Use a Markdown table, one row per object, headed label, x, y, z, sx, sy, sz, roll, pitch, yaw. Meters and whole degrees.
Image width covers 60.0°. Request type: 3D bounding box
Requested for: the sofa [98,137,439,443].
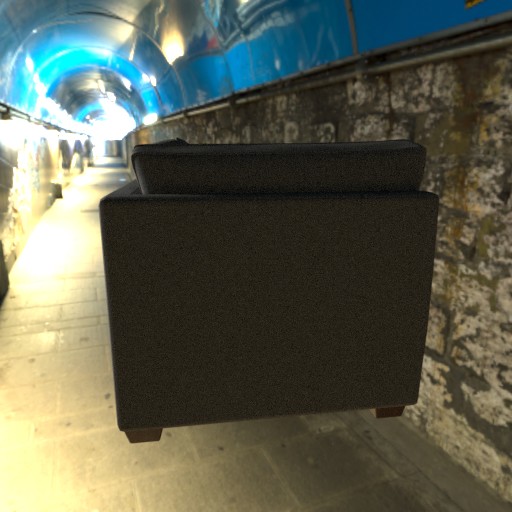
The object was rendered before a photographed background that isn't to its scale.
| label | x | y | z | sx | sy | sz | roll | pitch | yaw |
| --- | --- | --- | --- | --- | --- | --- | --- | --- | --- |
| sofa | 0.000 | 0.000 | 1.954 | 1.084 | 1.002 | 1.146 | -2 | 14 | -8 |
